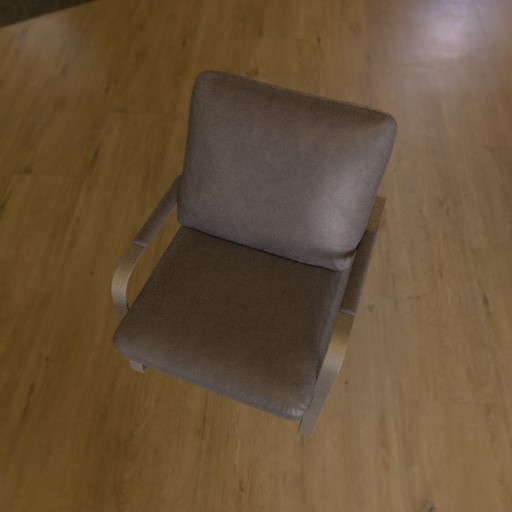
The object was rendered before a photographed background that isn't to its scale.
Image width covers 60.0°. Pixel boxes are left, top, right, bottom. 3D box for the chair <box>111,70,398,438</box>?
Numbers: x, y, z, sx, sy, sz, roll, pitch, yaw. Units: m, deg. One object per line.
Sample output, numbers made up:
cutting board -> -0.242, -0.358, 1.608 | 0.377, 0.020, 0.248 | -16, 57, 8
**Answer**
chair -> 0.000, 0.000, 1.440 | 0.692, 0.839, 0.878 | 18, 60, 10
